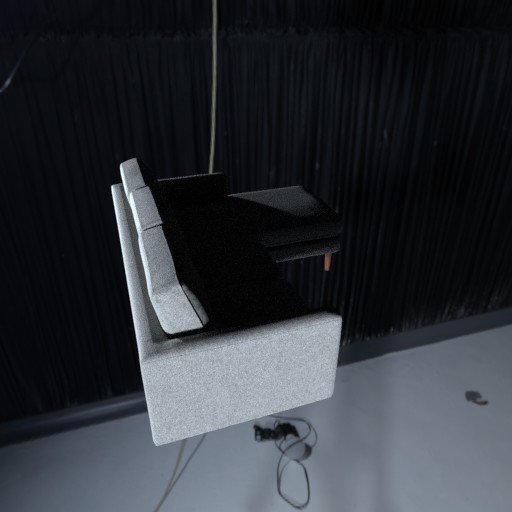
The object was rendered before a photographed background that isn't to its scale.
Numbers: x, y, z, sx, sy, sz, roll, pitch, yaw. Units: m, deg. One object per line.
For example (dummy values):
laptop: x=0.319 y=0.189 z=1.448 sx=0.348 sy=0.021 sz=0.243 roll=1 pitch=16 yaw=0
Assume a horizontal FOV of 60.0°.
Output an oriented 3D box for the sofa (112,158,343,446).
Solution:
sofa: x=0.000 y=0.000 z=2.927 sx=1.667 sy=0.957 sz=2.055 roll=-10 pitch=32 yaw=-16
